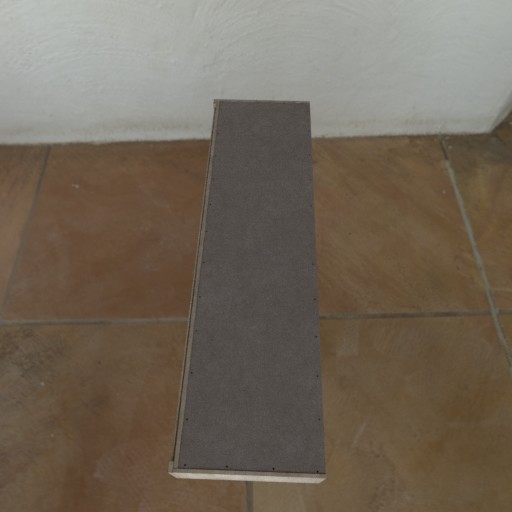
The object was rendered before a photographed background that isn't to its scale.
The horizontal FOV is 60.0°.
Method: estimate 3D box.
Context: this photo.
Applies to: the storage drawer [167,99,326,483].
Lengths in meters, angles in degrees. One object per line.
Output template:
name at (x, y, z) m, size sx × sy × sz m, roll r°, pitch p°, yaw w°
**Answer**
storage drawer at (0.000, 0.000, 2.298) m, size 0.591 × 0.274 × 2.072 m, roll 2°, pitch 59°, yaw 1°
